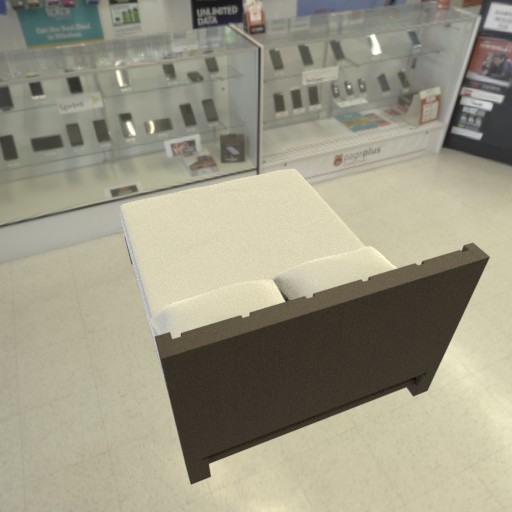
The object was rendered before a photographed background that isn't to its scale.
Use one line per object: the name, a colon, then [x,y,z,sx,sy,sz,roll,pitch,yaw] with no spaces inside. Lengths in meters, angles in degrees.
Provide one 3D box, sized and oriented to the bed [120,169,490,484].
bed: [0.000,0.000,3.262,1.727,1.270,2.242,-15,44,-16]
